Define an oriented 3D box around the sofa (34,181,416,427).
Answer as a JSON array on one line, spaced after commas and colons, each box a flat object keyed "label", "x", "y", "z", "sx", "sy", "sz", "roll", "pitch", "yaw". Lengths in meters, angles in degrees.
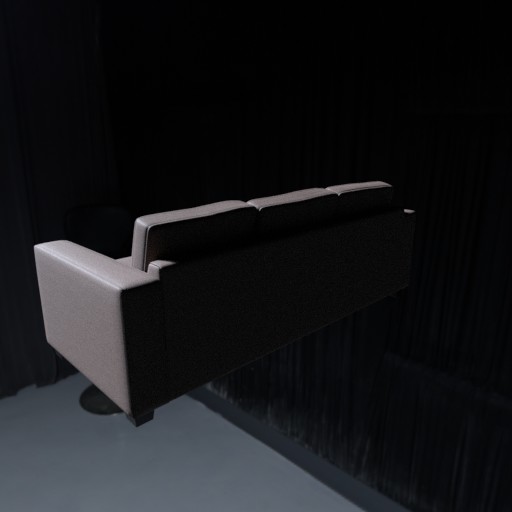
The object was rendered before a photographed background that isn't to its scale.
[{"label": "sofa", "x": 0.000, "y": 0.000, "z": 2.599, "sx": 2.160, "sy": 0.806, "sz": 0.900, "roll": -15, "pitch": 22, "yaw": -42}]
